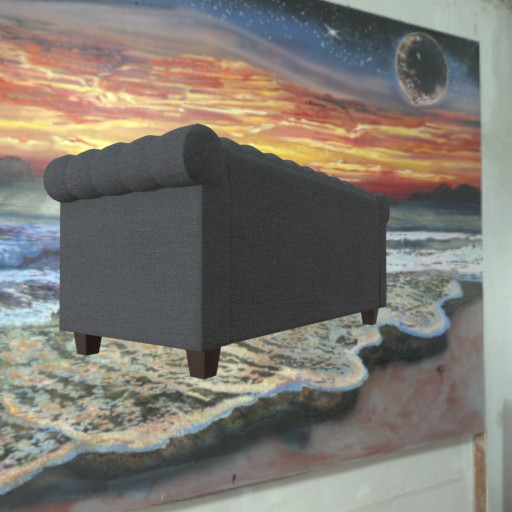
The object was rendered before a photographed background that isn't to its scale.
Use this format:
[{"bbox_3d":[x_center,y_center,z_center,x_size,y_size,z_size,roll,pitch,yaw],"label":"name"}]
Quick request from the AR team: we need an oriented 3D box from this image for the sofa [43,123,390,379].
[{"bbox_3d":[0.000,0.000,2.208,0.783,0.797,1.798,-1,-1,35],"label":"sofa"}]
